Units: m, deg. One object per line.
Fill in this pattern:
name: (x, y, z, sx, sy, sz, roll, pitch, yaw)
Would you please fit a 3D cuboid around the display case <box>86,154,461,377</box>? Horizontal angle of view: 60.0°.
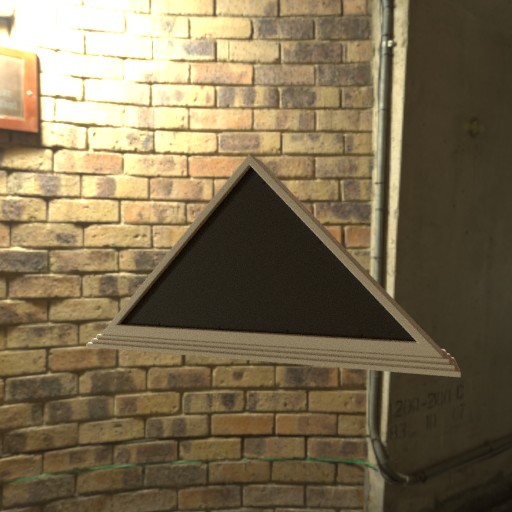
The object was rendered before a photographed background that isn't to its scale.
display case: (0.000, 0.000, 0.770, 0.640, 0.340, 0.095, 0, 0, 19)
